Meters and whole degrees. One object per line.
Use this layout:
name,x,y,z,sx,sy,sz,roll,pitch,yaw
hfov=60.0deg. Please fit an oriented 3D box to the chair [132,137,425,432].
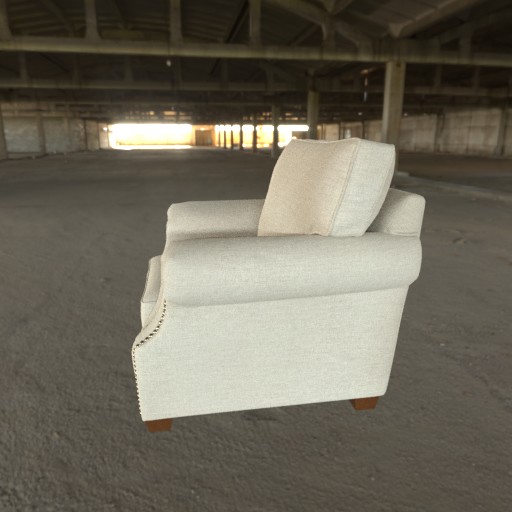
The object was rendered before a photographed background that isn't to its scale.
chair,0.000,0.000,1.860,0.965,0.961,1.092,-3,15,-10
